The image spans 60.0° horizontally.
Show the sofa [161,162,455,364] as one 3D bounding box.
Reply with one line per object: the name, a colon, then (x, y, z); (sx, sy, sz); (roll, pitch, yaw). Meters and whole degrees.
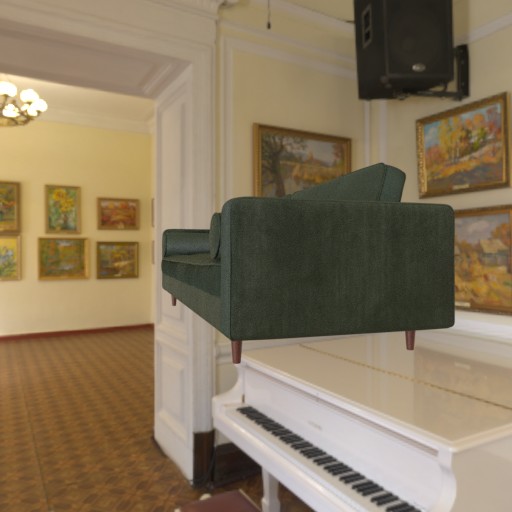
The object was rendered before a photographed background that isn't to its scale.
sofa: (0.000, 0.000, 2.596); (0.918, 0.769, 2.199); (0, 0, -17)
